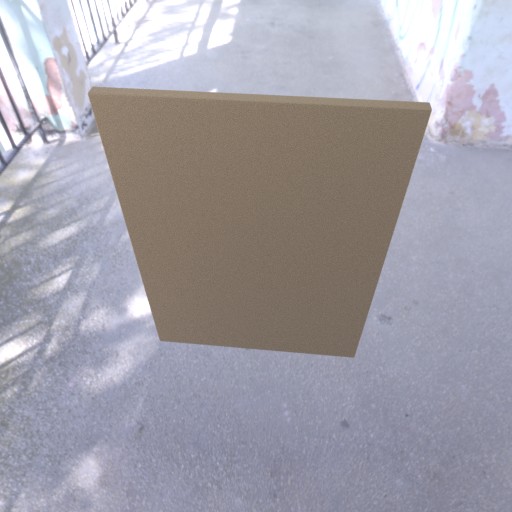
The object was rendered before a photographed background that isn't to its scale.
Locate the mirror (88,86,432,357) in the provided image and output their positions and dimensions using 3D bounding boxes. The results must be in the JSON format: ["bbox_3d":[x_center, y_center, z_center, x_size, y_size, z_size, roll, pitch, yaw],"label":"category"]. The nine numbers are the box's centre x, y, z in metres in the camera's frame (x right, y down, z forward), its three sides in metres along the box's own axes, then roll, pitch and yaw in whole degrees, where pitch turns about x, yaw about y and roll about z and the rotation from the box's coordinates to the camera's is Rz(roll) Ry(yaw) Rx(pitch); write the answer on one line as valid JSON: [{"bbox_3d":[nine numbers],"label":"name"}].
[{"bbox_3d":[0.000,0.000,1.351,0.756,1.023,0.032,4,47,4],"label":"mirror"}]
